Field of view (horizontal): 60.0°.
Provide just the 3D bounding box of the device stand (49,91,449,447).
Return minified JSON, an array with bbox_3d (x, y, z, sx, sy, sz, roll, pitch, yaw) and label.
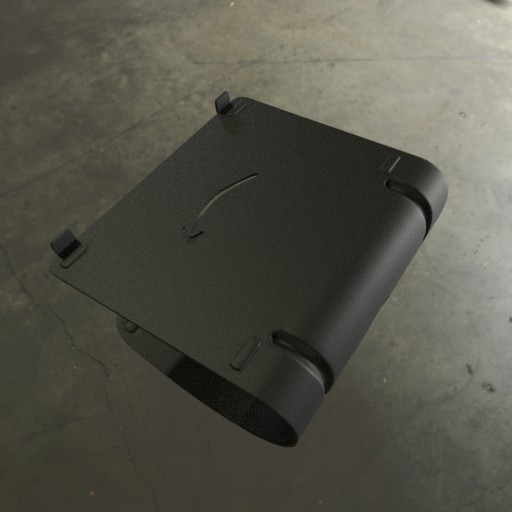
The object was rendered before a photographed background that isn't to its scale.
[{"bbox_3d":[0.000,0.000,0.406,0.236,0.155,0.256,32,63,18],"label":"device stand"}]
